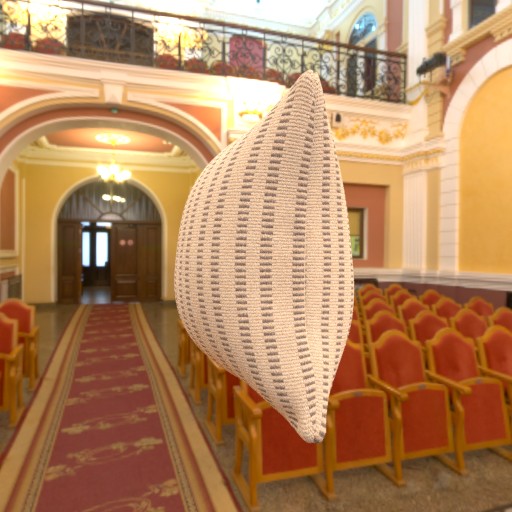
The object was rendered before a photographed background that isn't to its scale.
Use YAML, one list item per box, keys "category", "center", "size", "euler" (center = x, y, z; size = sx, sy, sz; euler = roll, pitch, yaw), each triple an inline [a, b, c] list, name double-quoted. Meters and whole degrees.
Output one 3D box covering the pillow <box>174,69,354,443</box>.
- category: "pillow"
  center: [0.000, 0.000, 0.695]
  size: [0.247, 0.419, 0.438]
  euler: [0, 1, -18]
